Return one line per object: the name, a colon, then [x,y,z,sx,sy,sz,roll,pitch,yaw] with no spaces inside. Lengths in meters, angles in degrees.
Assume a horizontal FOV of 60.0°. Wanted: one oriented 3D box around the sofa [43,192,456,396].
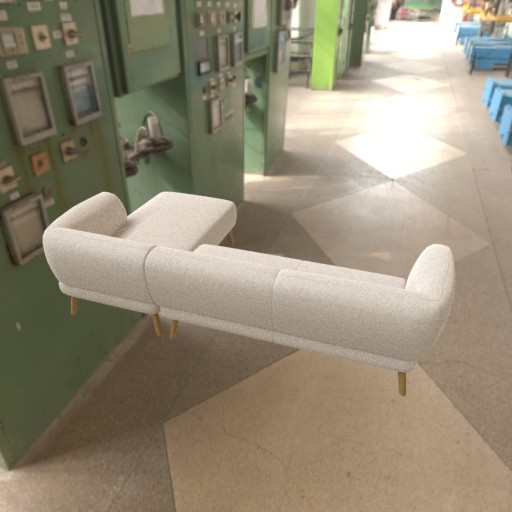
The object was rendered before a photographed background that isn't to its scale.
sofa: [0.000,0.000,3.343,2.660,0.730,1.610,10,32,16]
